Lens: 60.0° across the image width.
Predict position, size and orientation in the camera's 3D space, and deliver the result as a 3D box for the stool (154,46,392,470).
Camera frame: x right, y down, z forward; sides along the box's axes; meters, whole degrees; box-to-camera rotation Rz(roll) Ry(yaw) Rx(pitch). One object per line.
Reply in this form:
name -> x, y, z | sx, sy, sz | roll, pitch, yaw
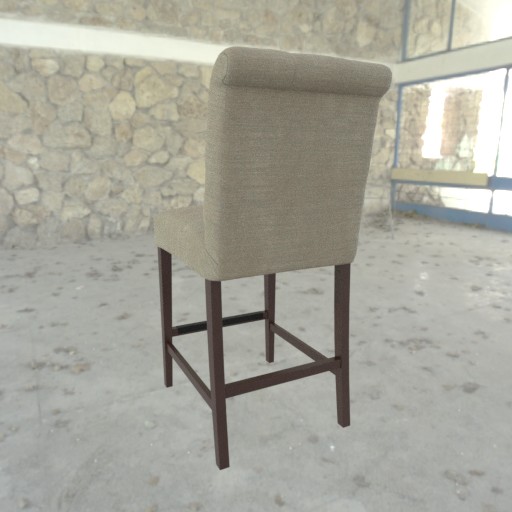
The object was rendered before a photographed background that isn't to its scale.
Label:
stool -> 0.000, 0.000, 1.407 | 0.486, 1.084, 0.660 | -7, 14, -27
